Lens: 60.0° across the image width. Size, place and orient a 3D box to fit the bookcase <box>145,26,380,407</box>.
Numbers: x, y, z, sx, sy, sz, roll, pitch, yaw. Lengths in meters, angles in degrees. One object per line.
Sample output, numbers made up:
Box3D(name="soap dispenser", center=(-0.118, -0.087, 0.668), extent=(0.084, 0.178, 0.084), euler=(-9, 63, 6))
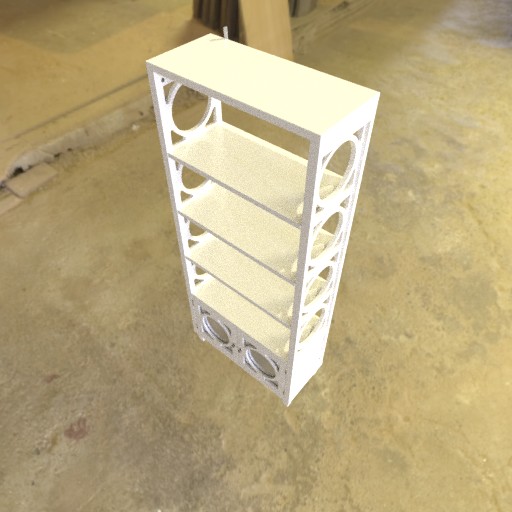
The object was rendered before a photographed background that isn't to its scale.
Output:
Box3D(name="bookcase", center=(0.000, 0.000, 2.155), extent=(0.761, 1.869, 0.361), euler=(32, 54, 26))
